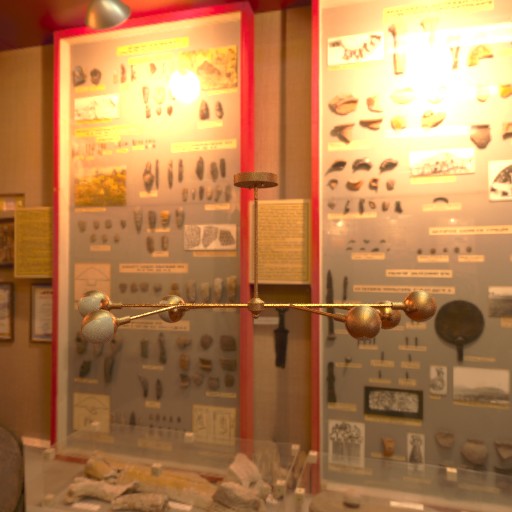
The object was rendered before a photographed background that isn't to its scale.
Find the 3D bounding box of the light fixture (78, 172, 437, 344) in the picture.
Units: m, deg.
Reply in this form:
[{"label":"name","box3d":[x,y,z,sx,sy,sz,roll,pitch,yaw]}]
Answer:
[{"label":"light fixture","box3d":[0.000,0.000,1.003,0.778,0.362,0.434,0,0,17]}]
